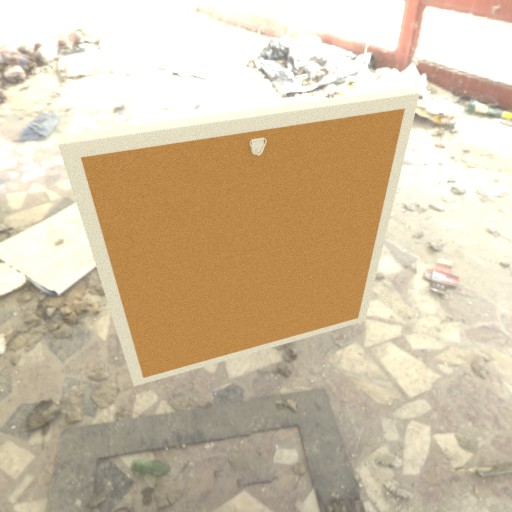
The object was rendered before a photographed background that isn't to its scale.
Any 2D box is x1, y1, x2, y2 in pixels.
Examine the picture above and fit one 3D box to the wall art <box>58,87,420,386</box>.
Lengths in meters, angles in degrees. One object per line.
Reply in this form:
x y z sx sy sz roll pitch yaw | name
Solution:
0.000 0.000 1.147 0.761 0.762 0.050 -13 42 -14 | wall art
